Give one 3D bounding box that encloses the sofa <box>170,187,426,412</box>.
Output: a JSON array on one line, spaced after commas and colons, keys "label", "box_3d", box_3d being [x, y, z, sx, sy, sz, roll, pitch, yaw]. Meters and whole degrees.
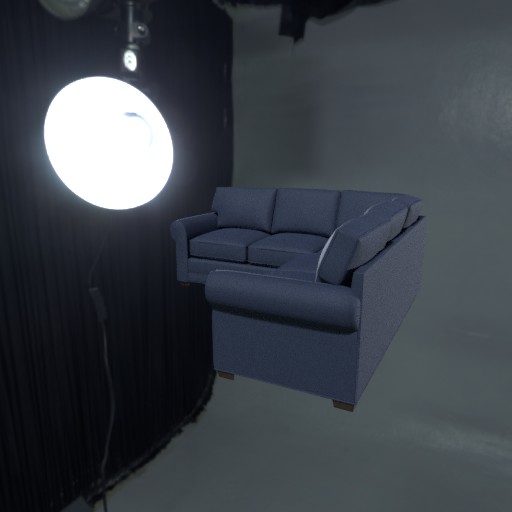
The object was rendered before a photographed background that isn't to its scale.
[{"label": "sofa", "box_3d": [0.000, 0.000, 3.902, 2.487, 1.042, 2.562, 7, 14, 27]}]
